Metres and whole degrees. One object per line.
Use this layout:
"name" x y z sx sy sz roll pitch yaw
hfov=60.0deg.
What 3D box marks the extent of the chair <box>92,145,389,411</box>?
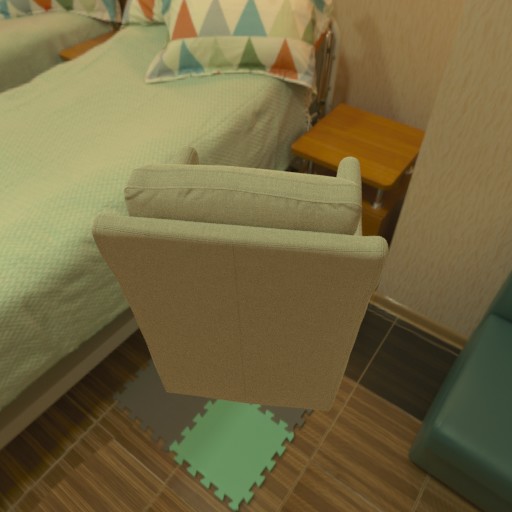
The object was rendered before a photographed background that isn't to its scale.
"chair" 0.000 0.000 1.370 0.626 0.914 0.694 5 47 5
